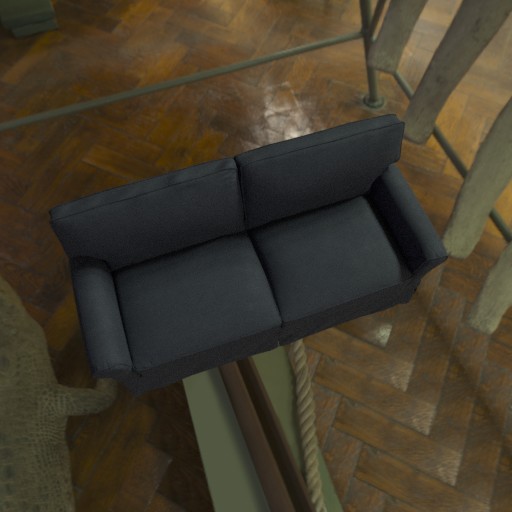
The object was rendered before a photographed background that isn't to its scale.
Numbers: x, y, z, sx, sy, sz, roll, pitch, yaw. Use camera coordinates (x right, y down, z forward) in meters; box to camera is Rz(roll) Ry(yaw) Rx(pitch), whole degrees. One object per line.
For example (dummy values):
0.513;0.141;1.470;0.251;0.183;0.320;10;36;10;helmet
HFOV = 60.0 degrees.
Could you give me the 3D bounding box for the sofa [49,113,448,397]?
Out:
0.000;0.000;2.852;2.256;1.094;0.983;-17;65;-8;sofa
